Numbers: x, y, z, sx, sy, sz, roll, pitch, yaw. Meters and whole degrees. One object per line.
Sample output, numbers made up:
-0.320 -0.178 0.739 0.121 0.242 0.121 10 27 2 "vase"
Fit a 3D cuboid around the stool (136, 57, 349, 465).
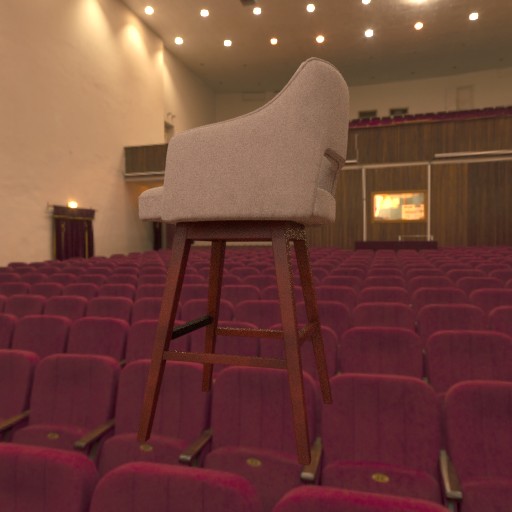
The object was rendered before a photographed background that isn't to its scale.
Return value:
0.000 0.000 1.354 0.558 1.012 0.548 0 1 16 "stool"
